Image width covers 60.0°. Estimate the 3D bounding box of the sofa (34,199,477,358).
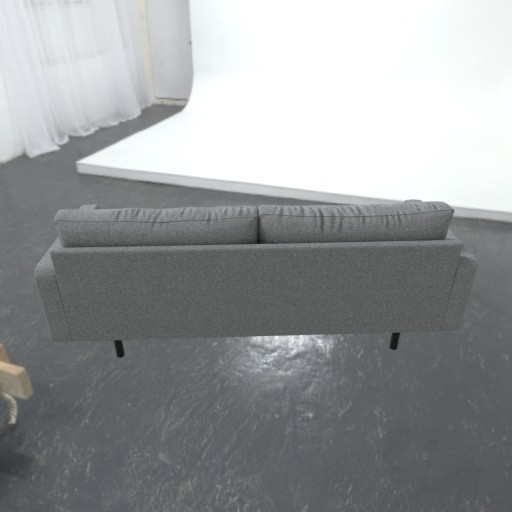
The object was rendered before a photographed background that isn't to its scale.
[{"bbox_3d":[0.000,0.000,2.640,2.200,0.880,0.880,-1,30,-2],"label":"sofa"}]
